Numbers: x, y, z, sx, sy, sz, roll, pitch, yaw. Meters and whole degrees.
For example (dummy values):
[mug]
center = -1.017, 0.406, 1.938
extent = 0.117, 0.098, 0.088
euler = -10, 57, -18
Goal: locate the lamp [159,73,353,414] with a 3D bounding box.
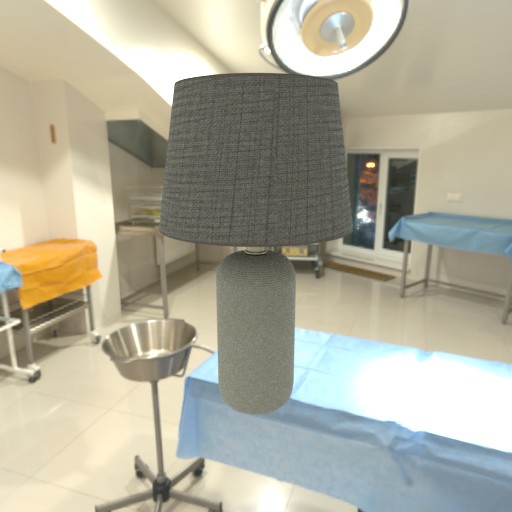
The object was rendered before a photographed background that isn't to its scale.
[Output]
[lamp]
center = 0.000, 0.000, 0.595
extent = 0.251, 0.429, 0.251
euler = 0, 14, 0
